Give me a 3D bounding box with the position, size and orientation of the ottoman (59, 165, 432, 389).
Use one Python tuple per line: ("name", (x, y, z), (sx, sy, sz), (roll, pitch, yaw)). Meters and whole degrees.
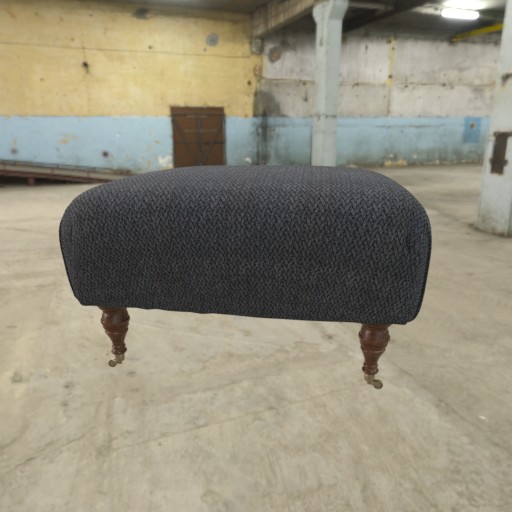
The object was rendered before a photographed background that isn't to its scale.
("ottoman", (0.000, 0.000, 1.132), (0.747, 0.450, 0.622), (2, 15, 9))
